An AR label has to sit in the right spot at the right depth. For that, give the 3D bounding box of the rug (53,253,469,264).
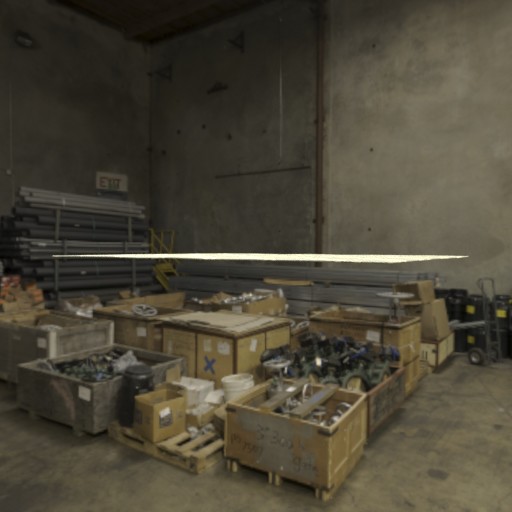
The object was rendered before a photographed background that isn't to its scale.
[{"bbox_3d":[0.000,0.000,2.211,1.754,0.010,1.148,1,1,36],"label":"rug"}]
